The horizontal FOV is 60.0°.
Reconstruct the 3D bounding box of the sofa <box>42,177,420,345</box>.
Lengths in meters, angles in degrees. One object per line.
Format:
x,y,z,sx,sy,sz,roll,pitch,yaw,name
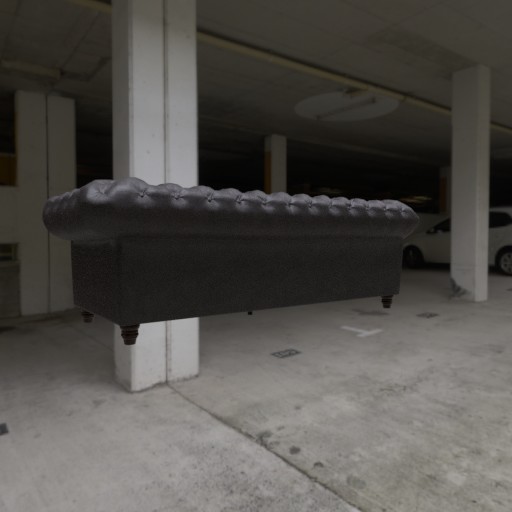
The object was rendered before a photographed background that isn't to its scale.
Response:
0.000,0.000,2.878,2.385,0.783,0.944,-1,2,-36,sofa
